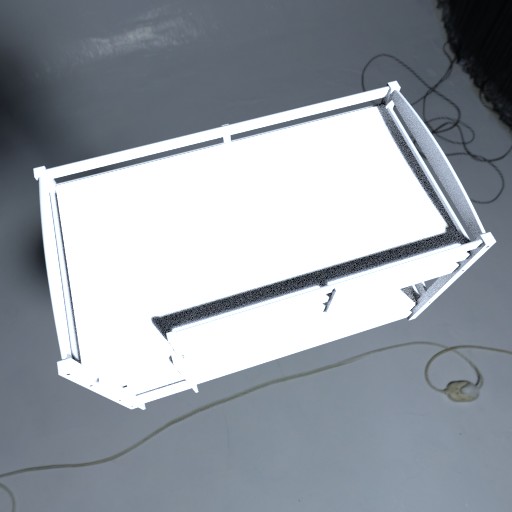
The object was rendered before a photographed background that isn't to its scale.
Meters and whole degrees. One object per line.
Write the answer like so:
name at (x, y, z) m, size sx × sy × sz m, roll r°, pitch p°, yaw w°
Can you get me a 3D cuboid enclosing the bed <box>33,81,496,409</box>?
bed at (0.000, 0.000, 2.645) m, size 2.013 × 1.206 × 1.105 m, roll -16°, pitch 65°, yaw -8°
